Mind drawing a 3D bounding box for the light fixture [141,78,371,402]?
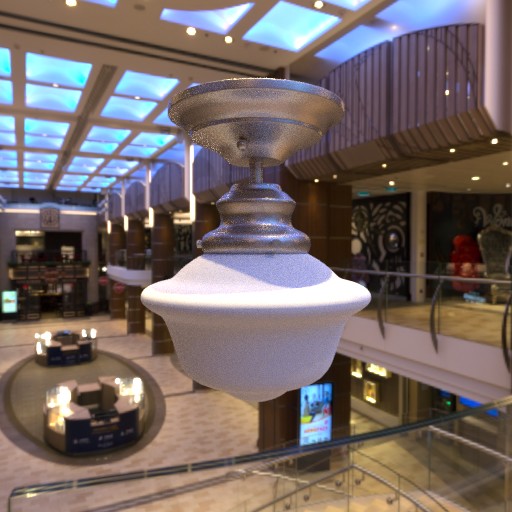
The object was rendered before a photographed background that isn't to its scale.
[{"bbox_3d":[0.000,0.000,0.390,0.199,0.254,0.199,0,1,0],"label":"light fixture"}]
